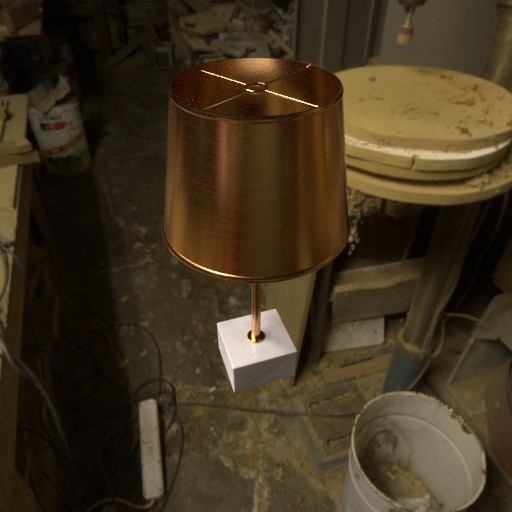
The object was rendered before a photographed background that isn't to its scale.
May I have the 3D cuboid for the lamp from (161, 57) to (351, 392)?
[{"bbox_3d":[0.000,0.000,0.529,0.208,0.406,0.208,0,40,0],"label":"lamp"}]
